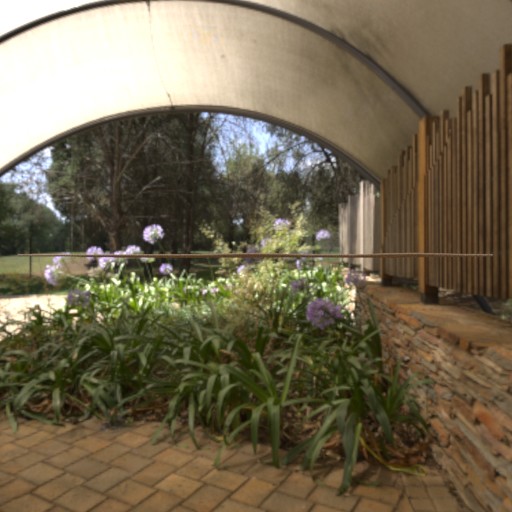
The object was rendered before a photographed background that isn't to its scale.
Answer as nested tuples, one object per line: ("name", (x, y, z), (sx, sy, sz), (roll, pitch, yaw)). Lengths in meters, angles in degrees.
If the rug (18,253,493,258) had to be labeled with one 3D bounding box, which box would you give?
("rug", (0.000, 0.000, 2.313), (1.829, 0.013, 1.220), (0, 0, 1))
